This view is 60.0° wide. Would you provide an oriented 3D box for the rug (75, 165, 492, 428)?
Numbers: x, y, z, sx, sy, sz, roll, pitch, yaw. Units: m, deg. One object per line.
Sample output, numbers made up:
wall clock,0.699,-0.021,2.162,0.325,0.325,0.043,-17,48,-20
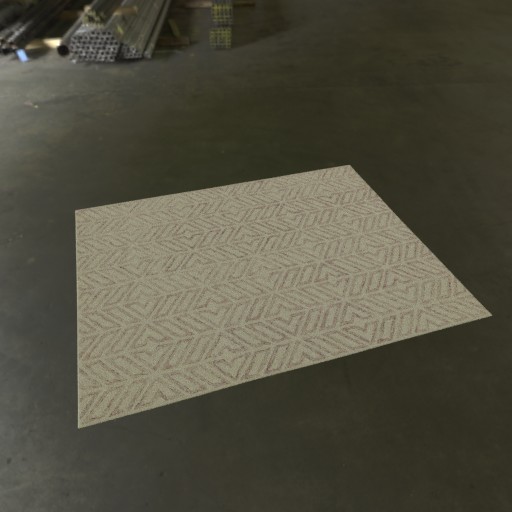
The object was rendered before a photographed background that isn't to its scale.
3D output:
rug,0.000,0.000,3.931,3.045,0.008,2.421,-12,42,-13
